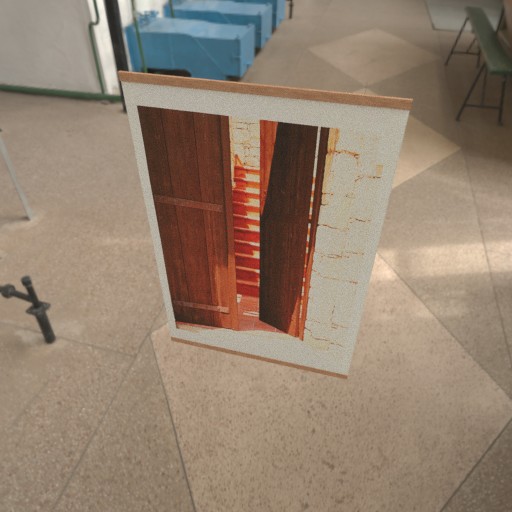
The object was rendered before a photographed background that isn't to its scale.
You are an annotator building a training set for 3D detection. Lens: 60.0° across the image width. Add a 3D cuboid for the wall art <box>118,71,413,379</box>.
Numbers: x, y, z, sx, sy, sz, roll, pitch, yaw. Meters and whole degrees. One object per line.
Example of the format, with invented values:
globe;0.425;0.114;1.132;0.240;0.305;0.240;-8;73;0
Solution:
wall art;0.000;0.000;1.987;1.019;1.527;0.019;10;42;11
